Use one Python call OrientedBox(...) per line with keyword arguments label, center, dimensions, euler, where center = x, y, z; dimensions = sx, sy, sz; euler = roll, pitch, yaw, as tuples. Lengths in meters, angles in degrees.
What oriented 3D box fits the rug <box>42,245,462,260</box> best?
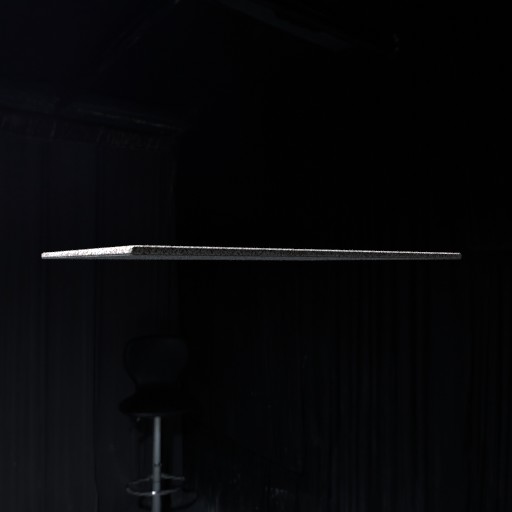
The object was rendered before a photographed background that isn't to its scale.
OrientedBox(label="rug", center=(0.000, 0.000, 2.263), dimensions=(1.778, 0.030, 1.219), euler=(1, -1, -37))
